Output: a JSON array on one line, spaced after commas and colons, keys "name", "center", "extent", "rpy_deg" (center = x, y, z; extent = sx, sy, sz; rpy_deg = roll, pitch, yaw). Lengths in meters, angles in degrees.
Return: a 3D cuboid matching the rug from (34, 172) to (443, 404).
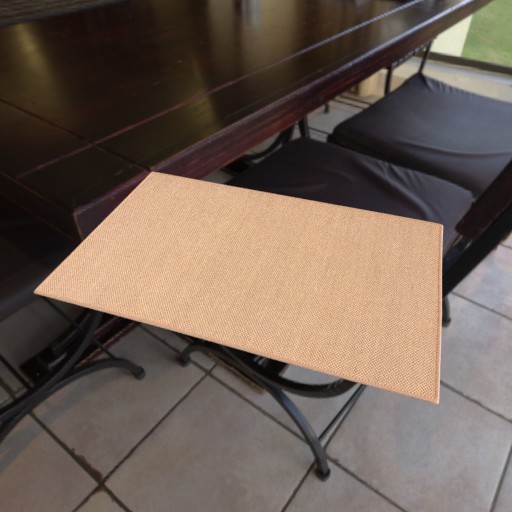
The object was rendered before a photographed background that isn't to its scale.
[{"name": "rug", "center": [0.000, 0.000, 2.093], "extent": [1.676, 0.013, 1.067], "rpy_deg": [12, 43, 14]}]
